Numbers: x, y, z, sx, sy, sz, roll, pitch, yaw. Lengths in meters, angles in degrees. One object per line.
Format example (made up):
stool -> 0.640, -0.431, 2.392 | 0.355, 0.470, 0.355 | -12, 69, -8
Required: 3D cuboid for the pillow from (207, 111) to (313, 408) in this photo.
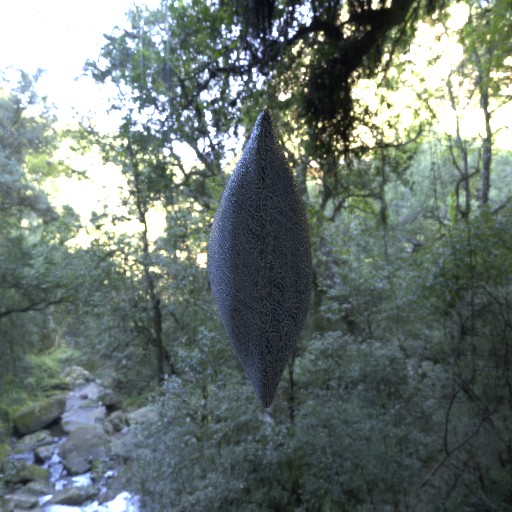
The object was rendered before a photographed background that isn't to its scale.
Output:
pillow -> 0.000, 0.000, 0.738 | 0.151, 0.295, 0.615 | 0, 1, -1
